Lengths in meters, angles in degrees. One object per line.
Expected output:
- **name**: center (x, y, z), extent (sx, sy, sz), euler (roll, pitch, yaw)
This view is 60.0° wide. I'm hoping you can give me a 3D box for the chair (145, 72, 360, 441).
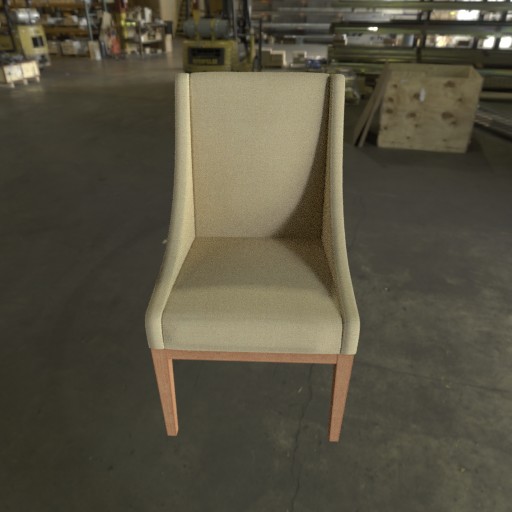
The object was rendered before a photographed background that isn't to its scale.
- **chair**: center (0.000, 0.000, 1.415), extent (0.575, 1.021, 0.611), euler (1, 30, 2)
